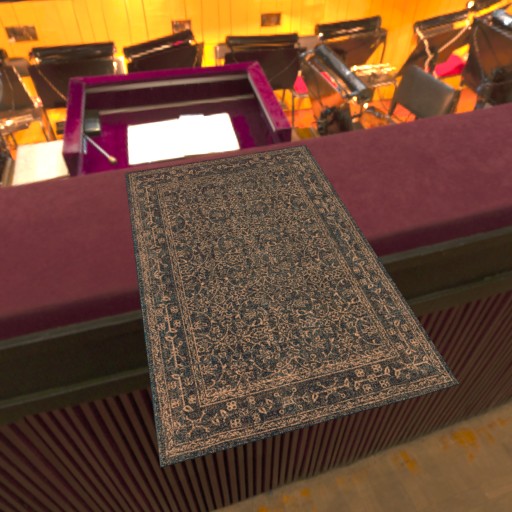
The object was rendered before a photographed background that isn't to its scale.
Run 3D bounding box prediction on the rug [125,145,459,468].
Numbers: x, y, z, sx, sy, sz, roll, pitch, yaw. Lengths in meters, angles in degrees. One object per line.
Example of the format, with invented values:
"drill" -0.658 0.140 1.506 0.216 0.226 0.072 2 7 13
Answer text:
"rug" 0.000 0.000 2.276 1.200 0.005 1.819 -11 47 -11
